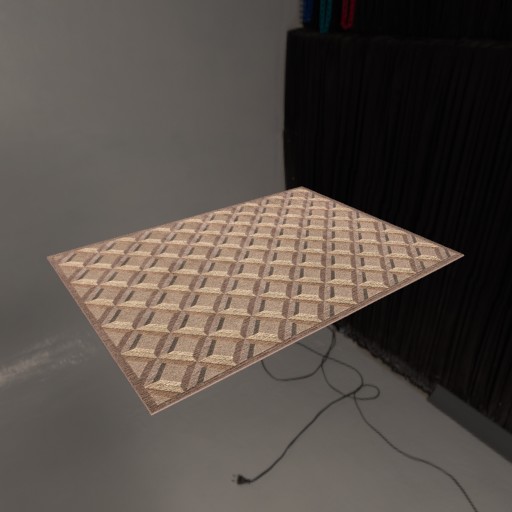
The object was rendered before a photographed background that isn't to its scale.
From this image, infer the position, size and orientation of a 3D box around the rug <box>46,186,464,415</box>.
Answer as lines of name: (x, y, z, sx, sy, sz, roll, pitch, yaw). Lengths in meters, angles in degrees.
rug: (0.000, 0.000, 4.303, 3.294, 0.018, 2.382, -20, 35, -31)
